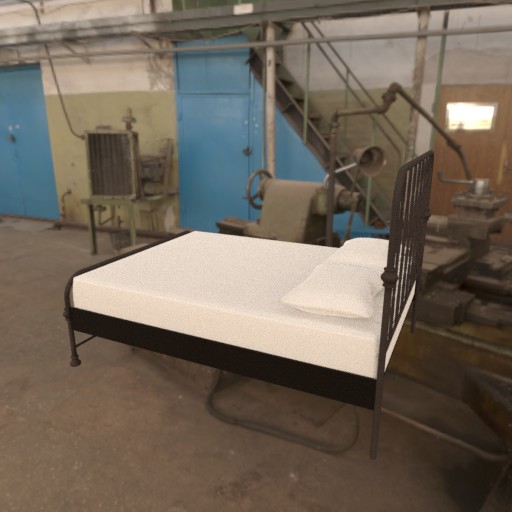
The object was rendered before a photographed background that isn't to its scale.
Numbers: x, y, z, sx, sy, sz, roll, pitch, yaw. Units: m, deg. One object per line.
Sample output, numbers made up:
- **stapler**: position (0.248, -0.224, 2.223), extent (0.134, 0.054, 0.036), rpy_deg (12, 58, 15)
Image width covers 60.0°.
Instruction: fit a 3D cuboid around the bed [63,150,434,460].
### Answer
- **bed**: position (0.000, 0.000, 3.128), extent (2.134, 1.446, 1.616), rpy_deg (8, 19, 25)
